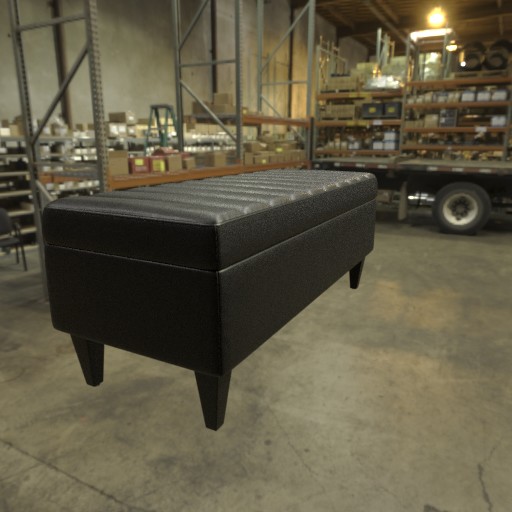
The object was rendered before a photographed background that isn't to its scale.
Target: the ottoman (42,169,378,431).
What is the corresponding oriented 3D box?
[{"bbox_3d":[0.000,0.000,1.397,0.482,0.469,1.151,8,17,27],"label":"ottoman"}]
